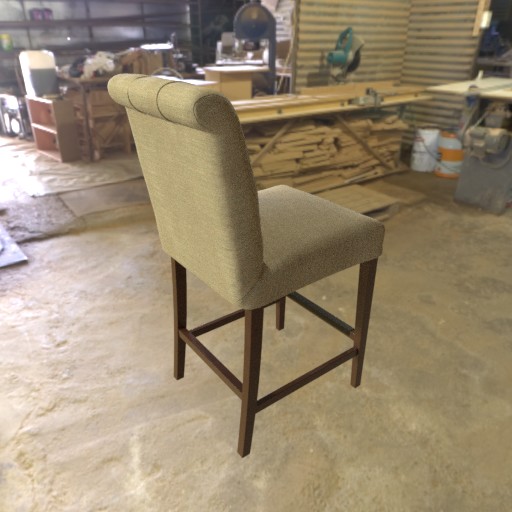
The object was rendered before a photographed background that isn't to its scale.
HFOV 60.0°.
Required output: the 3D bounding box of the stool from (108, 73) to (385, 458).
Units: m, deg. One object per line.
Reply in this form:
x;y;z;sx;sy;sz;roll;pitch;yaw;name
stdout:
0.000;0.000;1.409;0.660;1.084;0.486;-19;32;-32;stool
